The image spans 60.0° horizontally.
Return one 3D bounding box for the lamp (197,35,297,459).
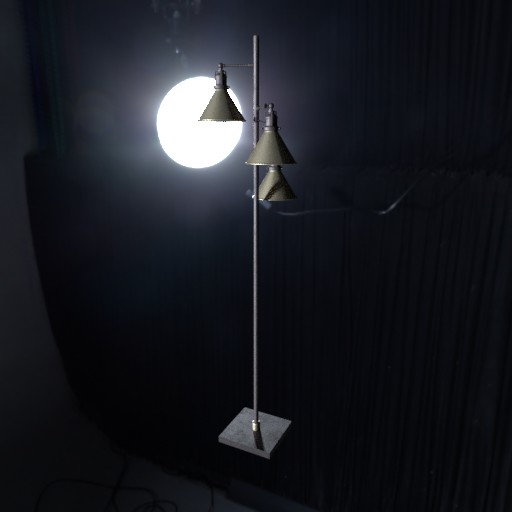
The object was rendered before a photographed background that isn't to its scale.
[{"bbox_3d":[0.000,0.000,1.897,0.428,1.716,0.415,7,16,25],"label":"lamp"}]
